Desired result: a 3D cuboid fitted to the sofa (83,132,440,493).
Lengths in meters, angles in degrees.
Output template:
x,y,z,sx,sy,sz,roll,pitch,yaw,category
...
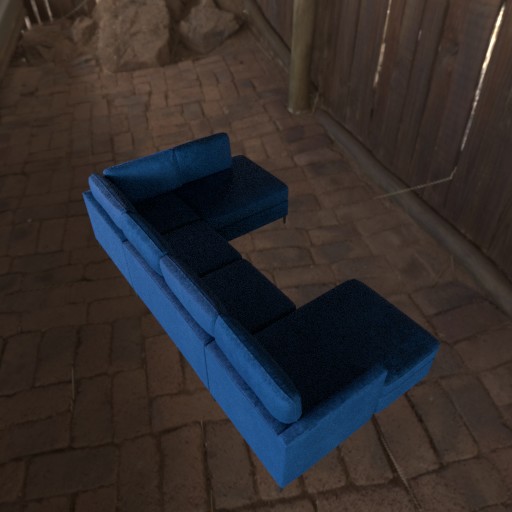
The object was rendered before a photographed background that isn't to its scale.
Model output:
x,y,z,sx,sy,sz,roll,pitch,yaw,category
0.000,0.000,4.226,2.055,0.992,3.434,-26,47,-27,sofa
